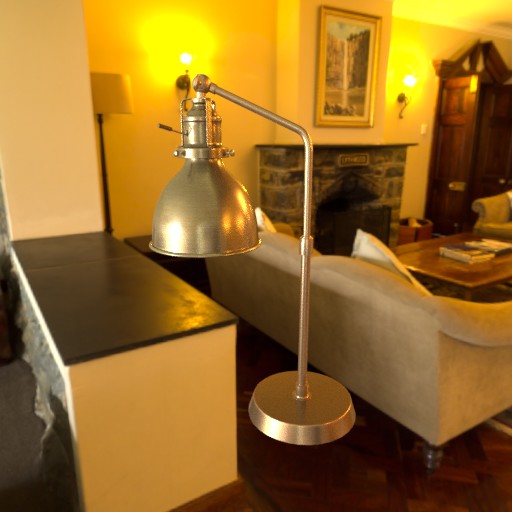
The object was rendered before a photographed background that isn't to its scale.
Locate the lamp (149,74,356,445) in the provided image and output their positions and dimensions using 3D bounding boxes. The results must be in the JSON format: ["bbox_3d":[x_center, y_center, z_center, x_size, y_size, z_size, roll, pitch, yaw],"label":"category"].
[{"bbox_3d":[0.000,0.000,0.592,0.286,0.456,0.153,2,15,8],"label":"lamp"}]
